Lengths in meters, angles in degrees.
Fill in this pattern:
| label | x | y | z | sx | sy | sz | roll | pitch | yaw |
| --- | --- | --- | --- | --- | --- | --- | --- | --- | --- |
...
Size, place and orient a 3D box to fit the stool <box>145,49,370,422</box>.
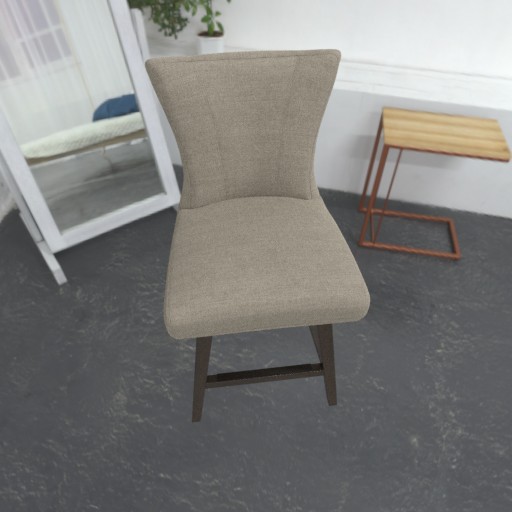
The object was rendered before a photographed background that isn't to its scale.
| label | x | y | z | sx | sy | sz | roll | pitch | yaw |
| --- | --- | --- | --- | --- | --- | --- | --- | --- | --- |
| stool | 0.000 | 0.000 | 1.324 | 0.514 | 1.000 | 0.574 | -5 | 47 | -5 |
